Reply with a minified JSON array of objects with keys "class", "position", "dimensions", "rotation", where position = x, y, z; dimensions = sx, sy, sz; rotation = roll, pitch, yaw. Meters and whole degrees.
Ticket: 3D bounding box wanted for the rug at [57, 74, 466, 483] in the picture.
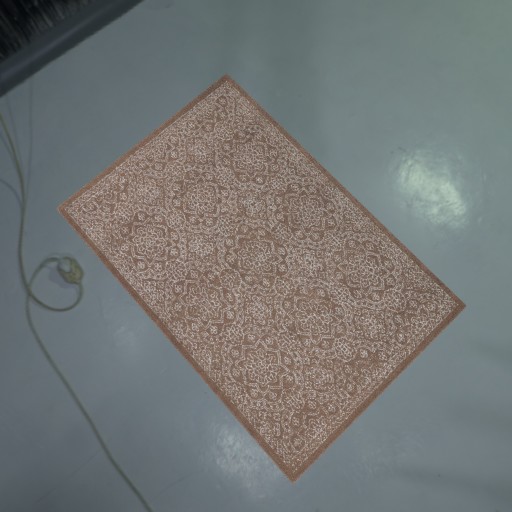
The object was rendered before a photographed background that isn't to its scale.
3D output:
[{"class":"rug","position":[0.000,0.000,2.880],"dimensions":[1.524,0.011,2.286],"rotation":[-42,80,-9]}]
